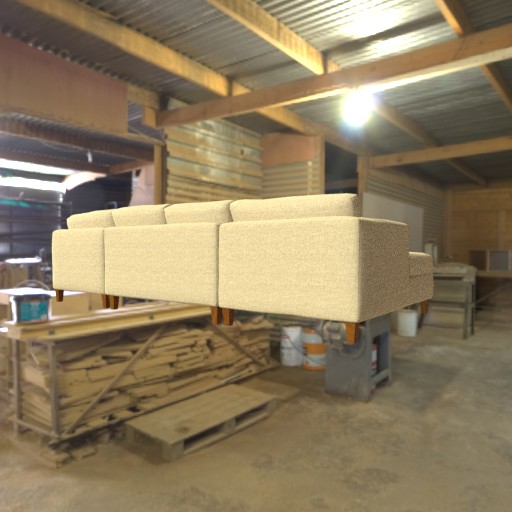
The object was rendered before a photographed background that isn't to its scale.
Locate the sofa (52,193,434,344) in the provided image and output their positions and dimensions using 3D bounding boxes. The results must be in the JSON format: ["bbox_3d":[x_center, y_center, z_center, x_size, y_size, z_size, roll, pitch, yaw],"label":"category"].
[{"bbox_3d":[0.000,0.000,4.628,3.460,0.961,2.594,1,2,37],"label":"sofa"}]
